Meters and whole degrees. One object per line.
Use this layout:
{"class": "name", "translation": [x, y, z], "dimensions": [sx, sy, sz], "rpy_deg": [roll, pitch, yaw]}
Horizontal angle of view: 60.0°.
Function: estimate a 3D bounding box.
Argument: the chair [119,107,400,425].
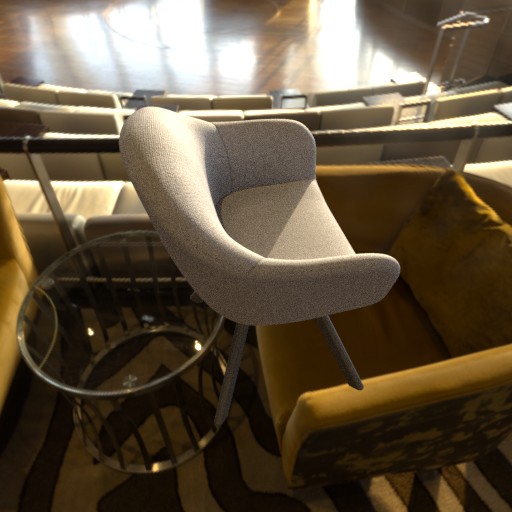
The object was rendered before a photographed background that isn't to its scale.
{"class": "chair", "translation": [0.000, 0.000, 1.173], "dimensions": [0.550, 0.795, 0.590], "rpy_deg": [-10, 46, -10]}
